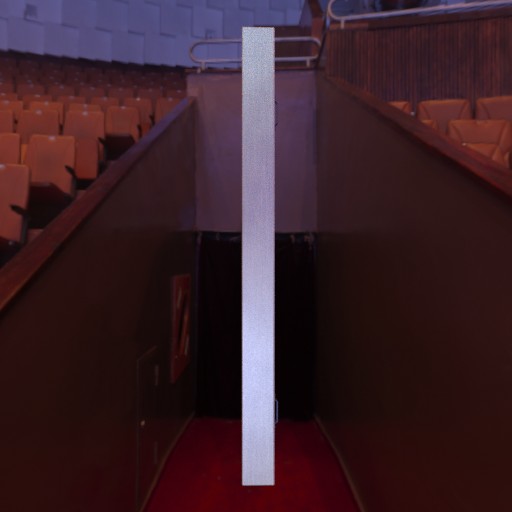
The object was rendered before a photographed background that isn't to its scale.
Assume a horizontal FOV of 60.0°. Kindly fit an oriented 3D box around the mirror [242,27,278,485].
[{"bbox_3d":[0.000,0.000,0.695,0.041,0.509,0.406,0,0,-1],"label":"mirror"}]
